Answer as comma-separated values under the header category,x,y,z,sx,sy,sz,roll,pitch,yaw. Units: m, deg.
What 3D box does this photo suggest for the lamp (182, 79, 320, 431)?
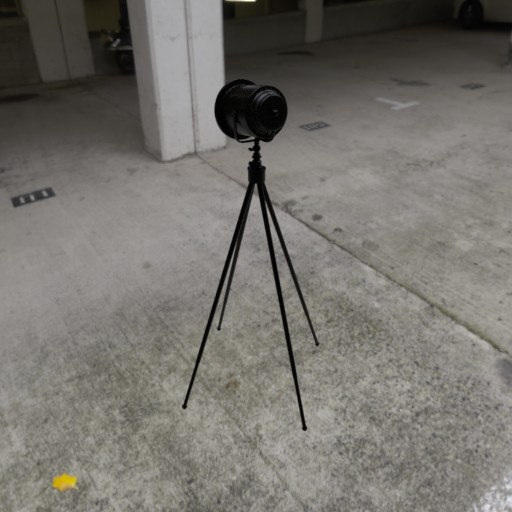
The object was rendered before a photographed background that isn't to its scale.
category,x,y,z,sx,sy,sz,roll,pitch,yaw
lamp,0.000,0.000,2.039,0.879,1.504,0.884,-18,35,-27
